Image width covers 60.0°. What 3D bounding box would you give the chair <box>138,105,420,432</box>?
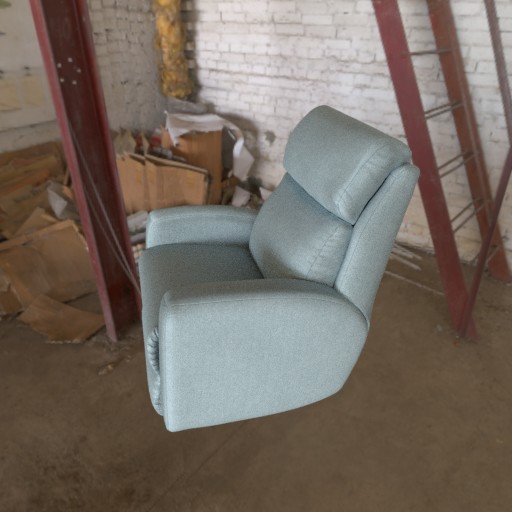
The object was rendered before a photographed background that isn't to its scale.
[{"bbox_3d":[0.000,0.000,1.735,0.940,1.016,0.794,-8,31,-14],"label":"chair"}]
